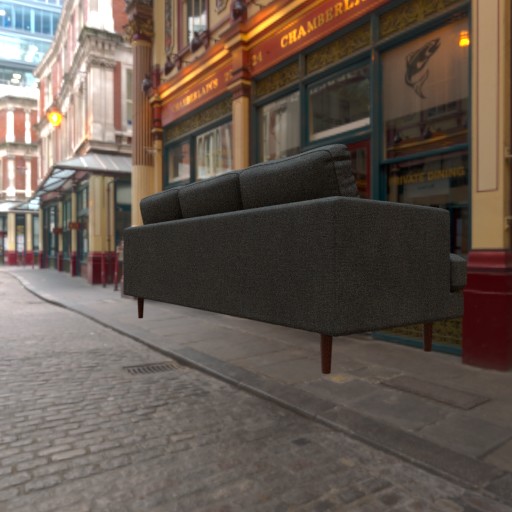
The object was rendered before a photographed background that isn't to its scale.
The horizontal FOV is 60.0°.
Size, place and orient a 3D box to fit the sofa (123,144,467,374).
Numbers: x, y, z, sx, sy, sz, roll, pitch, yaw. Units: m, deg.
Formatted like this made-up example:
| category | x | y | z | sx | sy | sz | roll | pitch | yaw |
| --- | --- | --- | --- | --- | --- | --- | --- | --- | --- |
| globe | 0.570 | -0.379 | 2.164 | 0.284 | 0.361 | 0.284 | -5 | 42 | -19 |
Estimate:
| category | x | y | z | sx | sy | sz | roll | pitch | yaw |
| --- | --- | --- | --- | --- | --- | --- | --- | --- | --- |
| sofa | 0.000 | 0.000 | 2.752 | 0.903 | 0.930 | 2.246 | 0 | 0 | -36 |
